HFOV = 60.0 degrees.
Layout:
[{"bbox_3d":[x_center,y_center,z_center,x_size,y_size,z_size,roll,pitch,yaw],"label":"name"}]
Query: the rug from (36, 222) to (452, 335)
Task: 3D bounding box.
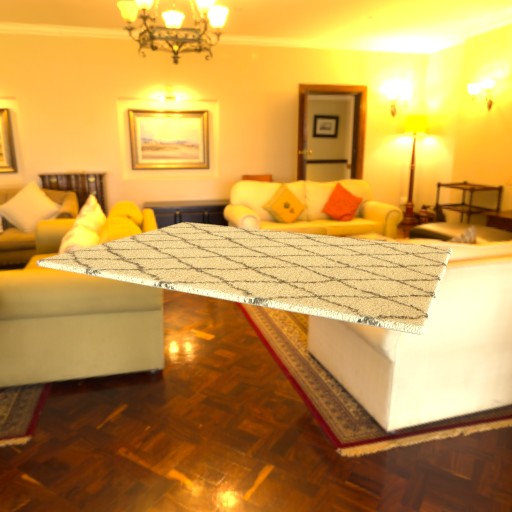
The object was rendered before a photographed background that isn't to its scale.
[{"bbox_3d":[0.000,0.000,2.277,1.778,0.030,1.219,7,16,26],"label":"rug"}]
